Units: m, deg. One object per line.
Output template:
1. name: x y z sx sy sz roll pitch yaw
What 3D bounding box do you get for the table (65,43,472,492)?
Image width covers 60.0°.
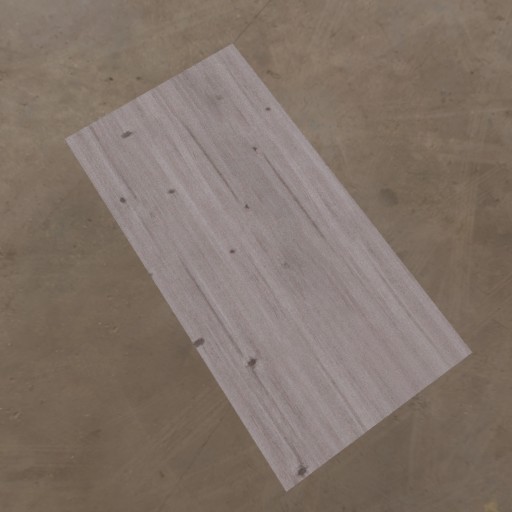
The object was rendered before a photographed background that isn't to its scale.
1. table: 0.000 0.000 1.675 0.700 0.450 1.350 -33 78 -8
